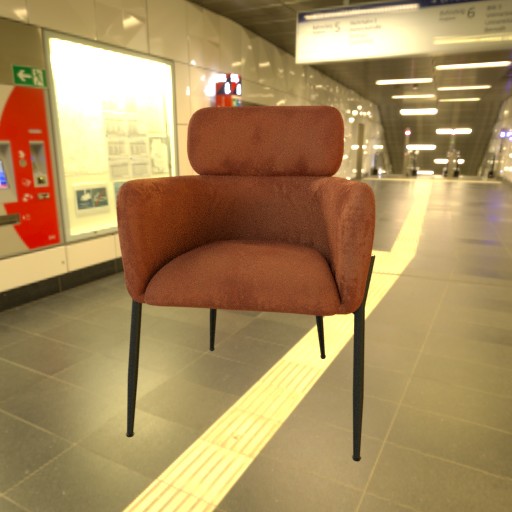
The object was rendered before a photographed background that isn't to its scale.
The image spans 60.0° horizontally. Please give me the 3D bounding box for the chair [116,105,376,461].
[{"bbox_3d":[0.000,0.000,1.145,0.561,0.772,0.523,2,14,9],"label":"chair"}]
